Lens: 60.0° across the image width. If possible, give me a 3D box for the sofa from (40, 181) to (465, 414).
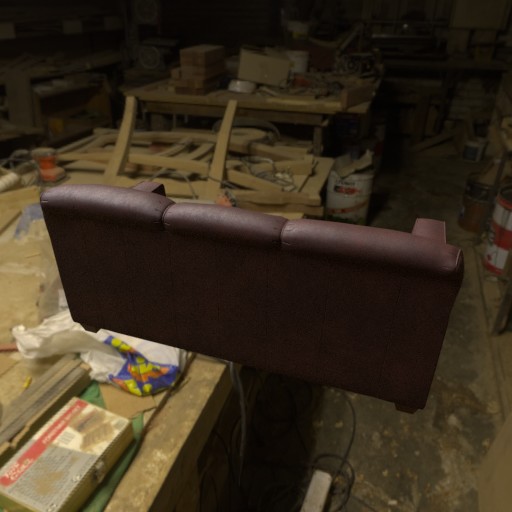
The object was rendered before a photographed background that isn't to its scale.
[{"bbox_3d":[0.000,0.000,2.553,2.039,0.953,1.008,10,32,17],"label":"sofa"}]
